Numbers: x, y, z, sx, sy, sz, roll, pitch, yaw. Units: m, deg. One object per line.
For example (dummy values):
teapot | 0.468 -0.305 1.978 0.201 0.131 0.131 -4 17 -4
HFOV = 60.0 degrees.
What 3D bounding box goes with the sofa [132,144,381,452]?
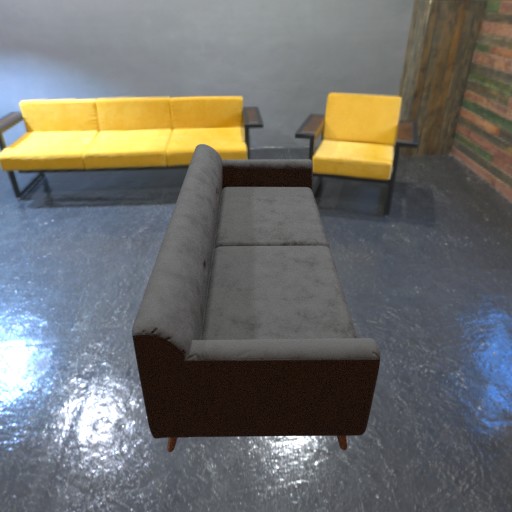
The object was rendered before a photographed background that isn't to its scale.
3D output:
sofa | 0.000 0.000 2.641 0.900 0.740 2.190 0 31 0
